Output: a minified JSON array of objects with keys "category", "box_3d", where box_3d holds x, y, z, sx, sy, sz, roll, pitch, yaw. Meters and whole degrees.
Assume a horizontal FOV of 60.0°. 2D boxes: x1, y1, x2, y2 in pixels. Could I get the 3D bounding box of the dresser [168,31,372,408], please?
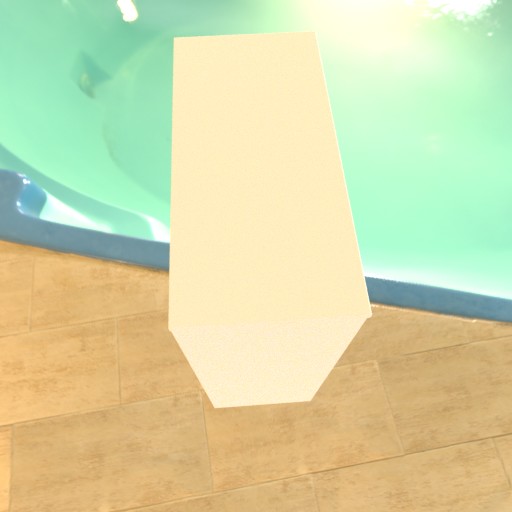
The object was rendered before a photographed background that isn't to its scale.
[{"category":"dresser","box_3d":[0.000,0.000,1.464,0.380,1.040,0.800,-4,63,-2]}]
